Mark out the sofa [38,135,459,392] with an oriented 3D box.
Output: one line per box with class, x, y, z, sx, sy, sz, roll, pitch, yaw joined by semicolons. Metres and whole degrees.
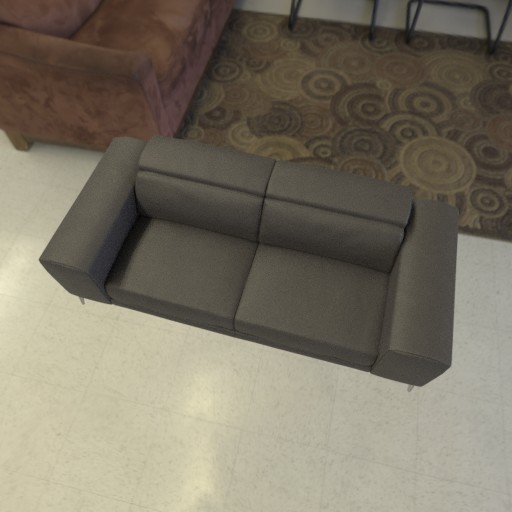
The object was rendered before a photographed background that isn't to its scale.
sofa;0.000;0.000;2.822;2.330;0.814;1.048;13;59;8
